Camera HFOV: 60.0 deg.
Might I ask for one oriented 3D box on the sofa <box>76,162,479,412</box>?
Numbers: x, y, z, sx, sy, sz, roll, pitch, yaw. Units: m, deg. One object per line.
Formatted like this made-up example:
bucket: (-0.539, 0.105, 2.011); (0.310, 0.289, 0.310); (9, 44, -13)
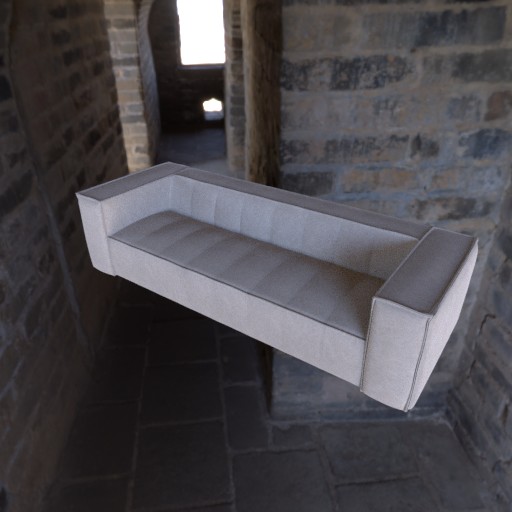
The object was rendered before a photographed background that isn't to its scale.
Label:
sofa: (0.000, 0.000, 3.169); (2.697, 0.680, 1.038); (19, 34, 30)
